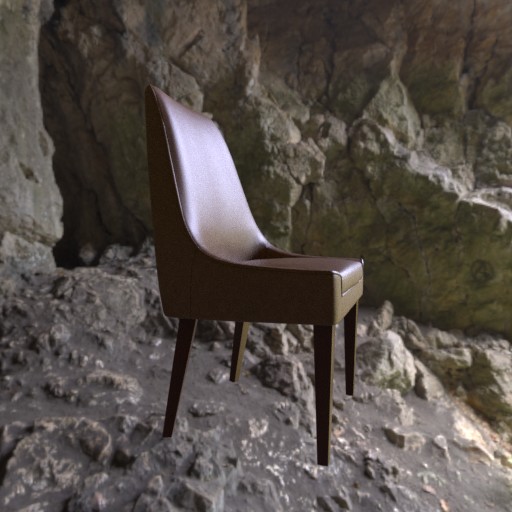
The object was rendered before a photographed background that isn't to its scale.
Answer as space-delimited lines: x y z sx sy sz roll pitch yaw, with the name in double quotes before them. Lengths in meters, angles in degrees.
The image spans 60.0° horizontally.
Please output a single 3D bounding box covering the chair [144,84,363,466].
"chair" 0.000 0.000 1.199 0.544 0.861 0.529 1 3 19
